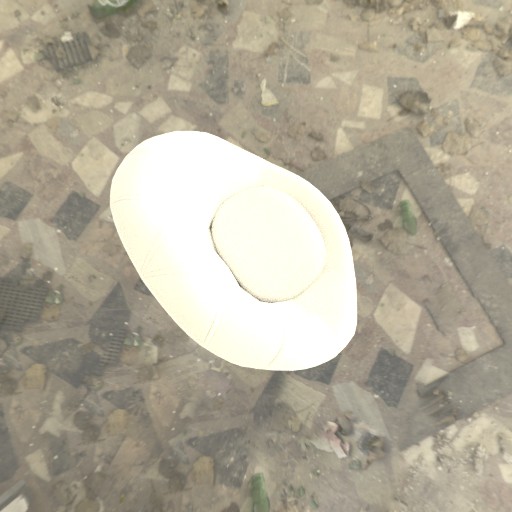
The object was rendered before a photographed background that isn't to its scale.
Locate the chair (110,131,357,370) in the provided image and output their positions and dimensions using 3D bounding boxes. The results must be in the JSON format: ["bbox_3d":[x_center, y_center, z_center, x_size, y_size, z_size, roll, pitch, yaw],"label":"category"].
[{"bbox_3d":[0.000,0.000,1.774,0.736,1.261,0.940,-34,78,-8],"label":"chair"}]
